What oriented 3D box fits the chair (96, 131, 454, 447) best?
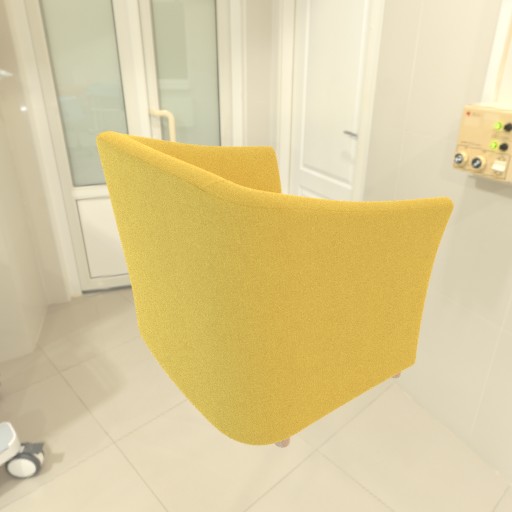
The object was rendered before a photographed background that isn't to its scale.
[{"bbox_3d":[0.000,0.000,1.323,0.700,0.720,0.790,-17,31,-32],"label":"chair"}]
